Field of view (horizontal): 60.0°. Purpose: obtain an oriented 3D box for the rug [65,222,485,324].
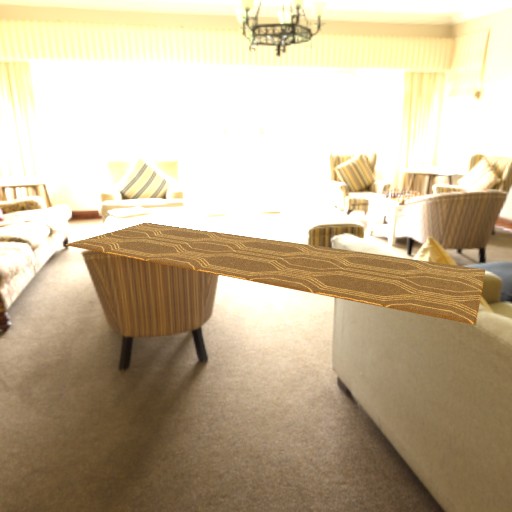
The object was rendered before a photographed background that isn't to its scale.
[{"bbox_3d":[0.000,0.000,2.689,2.464,0.012,0.773,9,19,28],"label":"rug"}]
